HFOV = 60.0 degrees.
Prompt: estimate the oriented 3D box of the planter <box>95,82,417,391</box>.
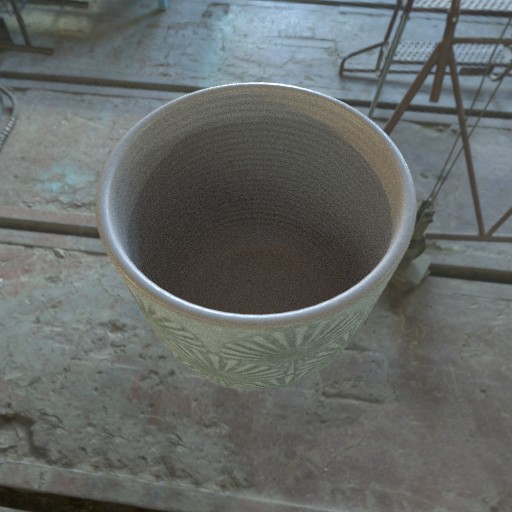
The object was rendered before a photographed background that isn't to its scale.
[{"bbox_3d":[0.000,0.000,0.218,0.124,0.109,0.124,0,57,0],"label":"planter"}]
